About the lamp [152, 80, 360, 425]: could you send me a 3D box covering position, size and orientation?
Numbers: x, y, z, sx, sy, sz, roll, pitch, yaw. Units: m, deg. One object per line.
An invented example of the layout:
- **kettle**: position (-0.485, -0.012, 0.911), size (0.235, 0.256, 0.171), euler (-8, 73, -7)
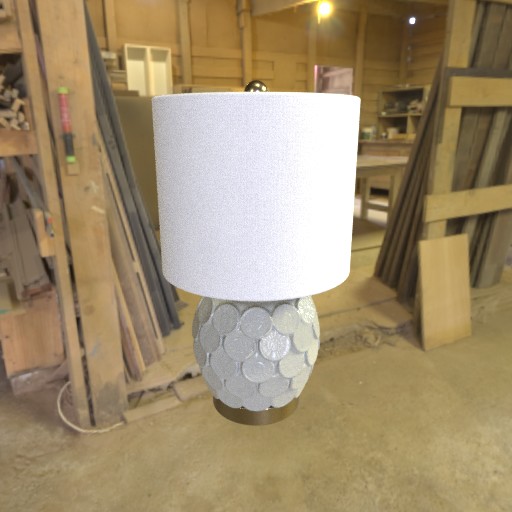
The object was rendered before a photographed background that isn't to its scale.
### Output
- **lamp**: position (0.000, 0.000, 0.611), size (0.254, 0.452, 0.254), euler (0, 17, 0)
